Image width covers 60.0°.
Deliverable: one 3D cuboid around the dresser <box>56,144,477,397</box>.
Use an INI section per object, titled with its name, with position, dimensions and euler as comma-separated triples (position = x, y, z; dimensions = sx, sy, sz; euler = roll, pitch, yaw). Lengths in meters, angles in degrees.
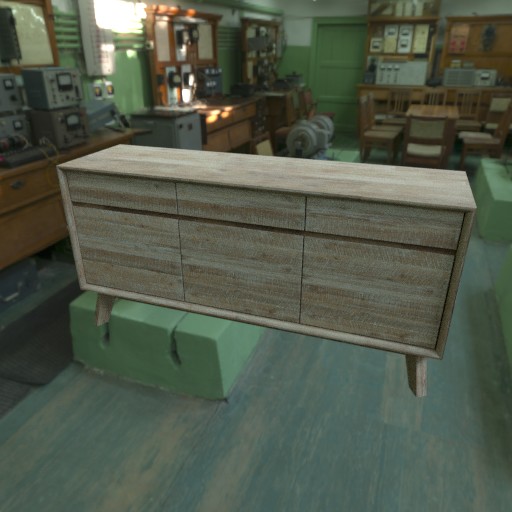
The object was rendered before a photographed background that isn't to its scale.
[dresser]
position = 0.000, 0.000, 1.971
dimensions = 1.602, 0.788, 0.455
euler = 8, 27, 17
